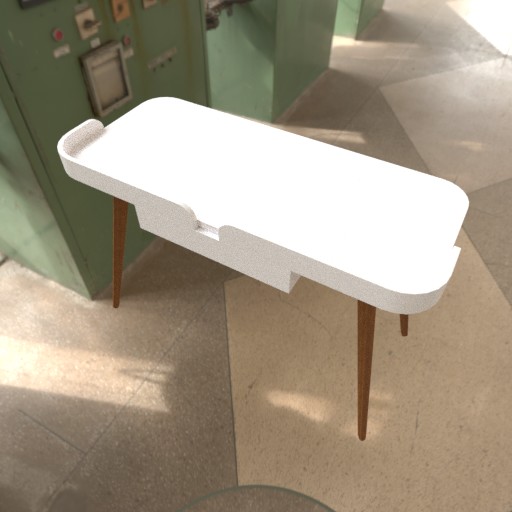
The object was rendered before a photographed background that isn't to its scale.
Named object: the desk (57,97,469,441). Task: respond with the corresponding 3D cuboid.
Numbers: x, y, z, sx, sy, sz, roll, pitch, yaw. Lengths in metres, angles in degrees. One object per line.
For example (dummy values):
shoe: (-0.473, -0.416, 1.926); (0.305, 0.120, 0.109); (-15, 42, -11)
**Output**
desk: (0.000, 0.000, 1.599); (1.206, 0.807, 0.534); (23, 51, 20)
